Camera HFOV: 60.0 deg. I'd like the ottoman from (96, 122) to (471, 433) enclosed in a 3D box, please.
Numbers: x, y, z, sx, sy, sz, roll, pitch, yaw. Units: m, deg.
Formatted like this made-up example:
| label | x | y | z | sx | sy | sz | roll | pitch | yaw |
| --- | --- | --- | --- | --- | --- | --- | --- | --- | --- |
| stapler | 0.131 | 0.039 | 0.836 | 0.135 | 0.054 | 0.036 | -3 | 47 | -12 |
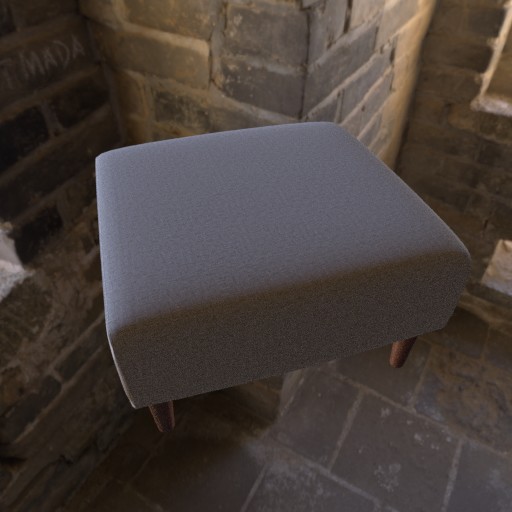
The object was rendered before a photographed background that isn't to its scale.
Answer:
| label | x | y | z | sx | sy | sz | roll | pitch | yaw |
| --- | --- | --- | --- | --- | --- | --- | --- | --- | --- |
| ottoman | 0.000 | 0.000 | 1.055 | 0.655 | 0.399 | 0.648 | -11 | 42 | -13 |
